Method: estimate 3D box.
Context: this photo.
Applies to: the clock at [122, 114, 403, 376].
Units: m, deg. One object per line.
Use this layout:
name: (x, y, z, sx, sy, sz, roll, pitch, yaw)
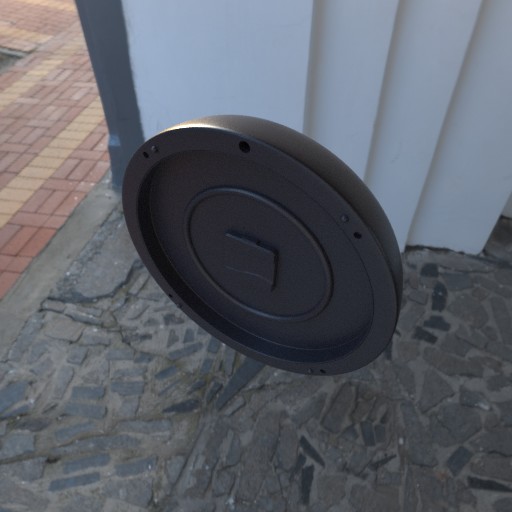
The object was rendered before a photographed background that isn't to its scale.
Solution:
clock: (0.000, 0.000, 0.449, 0.300, 0.300, 0.060, 22, 49, 20)
